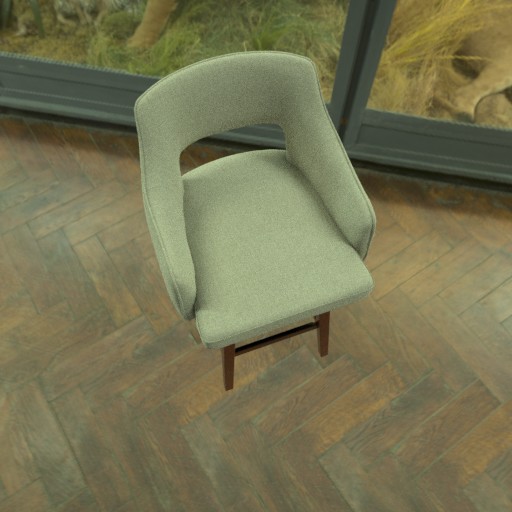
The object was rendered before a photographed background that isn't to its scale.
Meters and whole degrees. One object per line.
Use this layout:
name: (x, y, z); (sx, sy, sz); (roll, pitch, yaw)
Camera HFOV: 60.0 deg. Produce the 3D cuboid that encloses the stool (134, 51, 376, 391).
stool: (0.000, 0.000, 1.374); (0.550, 1.041, 0.560); (-17, 64, -9)
